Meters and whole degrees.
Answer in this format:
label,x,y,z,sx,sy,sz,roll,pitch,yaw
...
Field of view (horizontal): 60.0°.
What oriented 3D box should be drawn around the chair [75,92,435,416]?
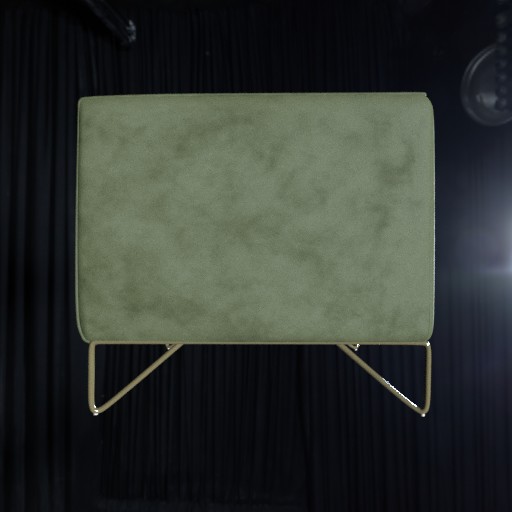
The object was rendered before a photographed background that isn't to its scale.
label,x,y,z,sx,sy,sz,roll,pitch,yaw
chair,0.000,0.000,1.495,0.894,0.790,0.880,0,-1,1
